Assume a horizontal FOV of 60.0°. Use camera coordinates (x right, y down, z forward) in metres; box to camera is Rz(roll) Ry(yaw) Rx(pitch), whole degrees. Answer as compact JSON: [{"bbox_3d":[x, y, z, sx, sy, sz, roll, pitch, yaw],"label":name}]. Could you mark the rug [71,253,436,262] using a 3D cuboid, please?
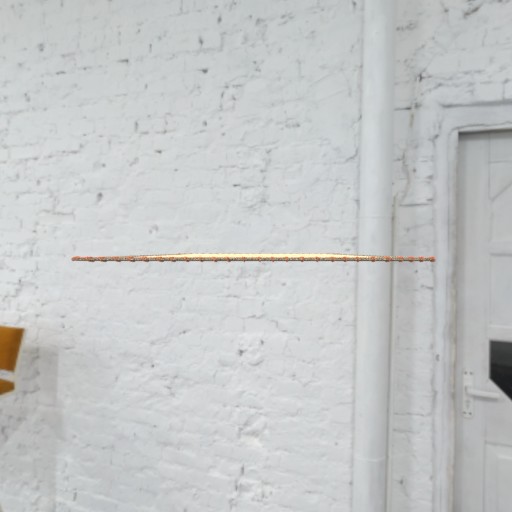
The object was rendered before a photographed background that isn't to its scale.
[{"bbox_3d":[0.000,0.000,2.355,1.220,0.019,1.838,0,1,1],"label":"rug"}]
